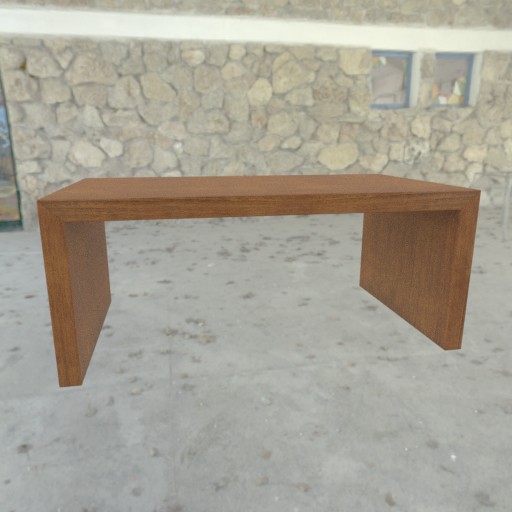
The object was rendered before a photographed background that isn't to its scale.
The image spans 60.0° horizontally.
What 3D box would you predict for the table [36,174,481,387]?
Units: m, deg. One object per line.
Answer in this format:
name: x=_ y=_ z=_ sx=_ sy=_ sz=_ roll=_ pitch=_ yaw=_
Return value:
table: x=0.000 y=0.000 z=1.288 sx=1.000 sy=0.419 sz=0.549 roll=-3 pitch=15 yaw=-11
